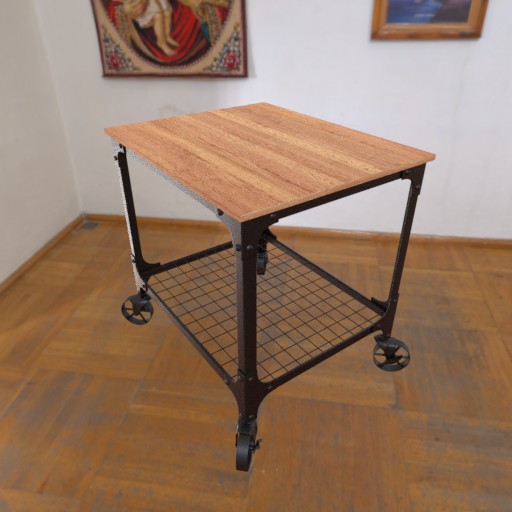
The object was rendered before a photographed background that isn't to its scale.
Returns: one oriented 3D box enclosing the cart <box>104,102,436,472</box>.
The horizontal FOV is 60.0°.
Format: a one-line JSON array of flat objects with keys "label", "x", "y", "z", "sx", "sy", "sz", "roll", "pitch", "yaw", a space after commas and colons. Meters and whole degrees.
[{"label": "cart", "x": 0.000, "y": 0.000, "z": 1.143, "sx": 0.558, "sy": 0.603, "sz": 0.666, "roll": -21, "pitch": 37, "yaw": -30}]
